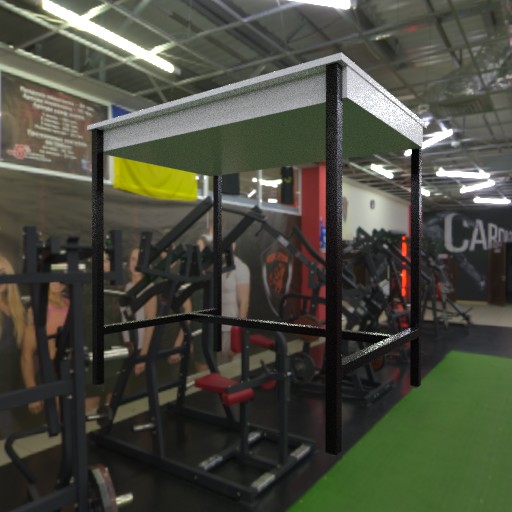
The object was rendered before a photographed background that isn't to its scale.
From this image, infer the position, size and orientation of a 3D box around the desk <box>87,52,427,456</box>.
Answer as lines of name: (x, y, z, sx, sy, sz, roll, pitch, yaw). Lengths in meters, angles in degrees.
desk: (0.000, 0.000, 1.299, 0.811, 0.766, 0.573, 0, 1, 36)
